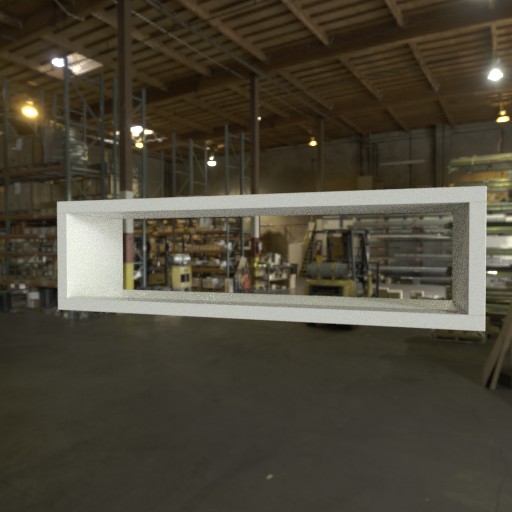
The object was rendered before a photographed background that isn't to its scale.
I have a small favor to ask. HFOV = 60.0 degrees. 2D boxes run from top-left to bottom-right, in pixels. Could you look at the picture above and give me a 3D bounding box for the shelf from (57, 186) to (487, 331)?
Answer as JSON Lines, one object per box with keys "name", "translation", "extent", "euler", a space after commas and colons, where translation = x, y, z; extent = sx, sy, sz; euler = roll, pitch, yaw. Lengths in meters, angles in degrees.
{"name": "shelf", "translation": [0.000, 0.000, 0.680], "extent": [0.610, 0.170, 0.150], "euler": [0, 1, 17]}
